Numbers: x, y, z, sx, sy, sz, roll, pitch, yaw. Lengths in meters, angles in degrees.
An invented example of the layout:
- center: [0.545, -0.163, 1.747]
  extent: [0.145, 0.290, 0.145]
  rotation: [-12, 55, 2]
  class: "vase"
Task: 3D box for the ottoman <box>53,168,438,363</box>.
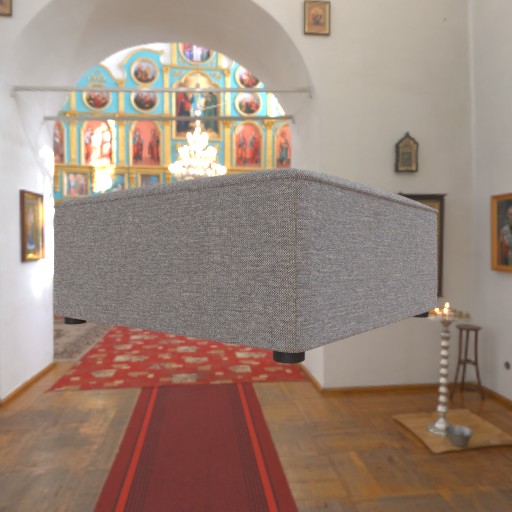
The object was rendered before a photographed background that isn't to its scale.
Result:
- center: [0.000, 0.000, 1.587]
  extent: [1.005, 0.455, 1.005]
  rotation: [0, 0, 38]
  class: "ottoman"
